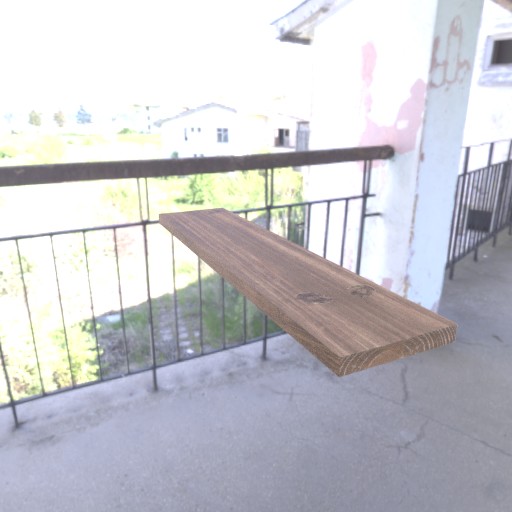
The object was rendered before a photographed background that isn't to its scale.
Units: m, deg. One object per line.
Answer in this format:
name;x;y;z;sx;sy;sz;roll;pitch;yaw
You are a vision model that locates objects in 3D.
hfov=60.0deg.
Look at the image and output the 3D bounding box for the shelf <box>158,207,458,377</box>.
shelf;0.000;0.000;0.665;0.140;0.020;0.610;-9;20;-25
